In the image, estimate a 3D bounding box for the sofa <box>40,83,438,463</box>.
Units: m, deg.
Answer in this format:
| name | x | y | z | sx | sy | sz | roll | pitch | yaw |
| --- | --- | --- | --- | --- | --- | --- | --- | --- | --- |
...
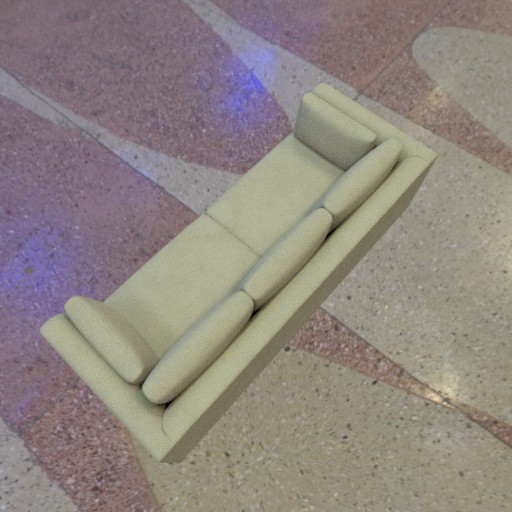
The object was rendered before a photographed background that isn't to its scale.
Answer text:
| name | x | y | z | sx | sy | sz | roll | pitch | yaw |
| --- | --- | --- | --- | --- | --- | --- | --- | --- | --- |
| sofa | 0.000 | 0.000 | 2.867 | 0.969 | 0.867 | 2.415 | 39 | 71 | 17 |
